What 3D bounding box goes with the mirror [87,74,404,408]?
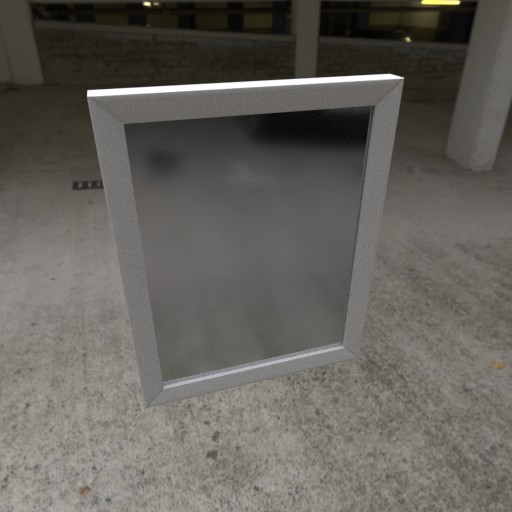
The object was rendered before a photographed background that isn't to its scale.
[{"bbox_3d":[0.000,0.000,0.690,0.405,0.508,0.041,-9,32,-15],"label":"mirror"}]
